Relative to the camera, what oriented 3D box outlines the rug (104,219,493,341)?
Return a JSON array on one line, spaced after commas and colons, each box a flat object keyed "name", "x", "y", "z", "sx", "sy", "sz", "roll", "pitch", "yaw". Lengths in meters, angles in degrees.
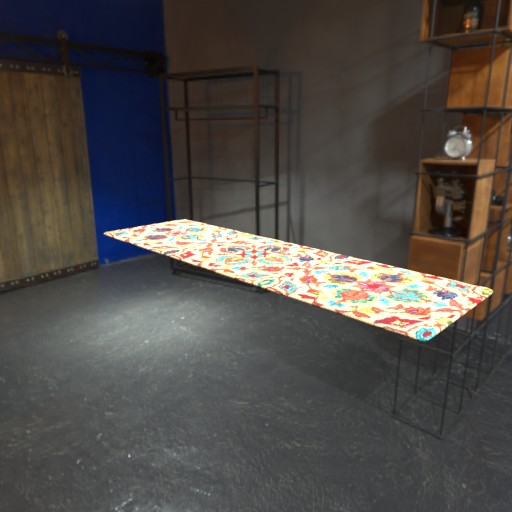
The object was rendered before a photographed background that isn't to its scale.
[{"name": "rug", "x": 0.000, "y": 0.000, "z": 2.477, "sx": 2.273, "sy": 0.016, "sz": 0.693, "roll": 15, "pitch": 22, "yaw": 43}]
